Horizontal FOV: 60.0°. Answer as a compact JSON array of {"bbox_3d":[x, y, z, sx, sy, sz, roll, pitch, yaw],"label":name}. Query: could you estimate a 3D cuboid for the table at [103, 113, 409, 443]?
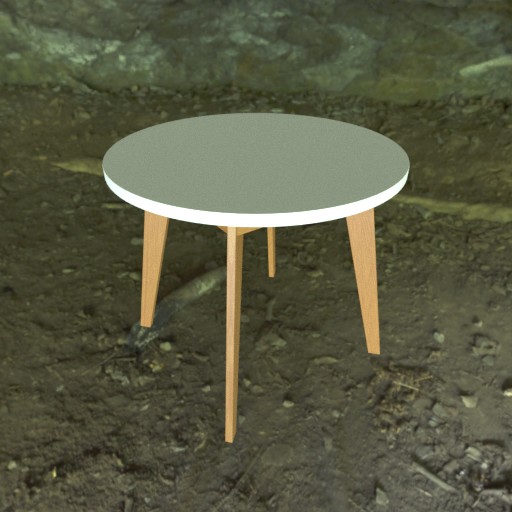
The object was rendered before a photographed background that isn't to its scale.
[{"bbox_3d":[0.000,0.000,1.547,0.896,0.762,0.896,0,31,0],"label":"table"}]
